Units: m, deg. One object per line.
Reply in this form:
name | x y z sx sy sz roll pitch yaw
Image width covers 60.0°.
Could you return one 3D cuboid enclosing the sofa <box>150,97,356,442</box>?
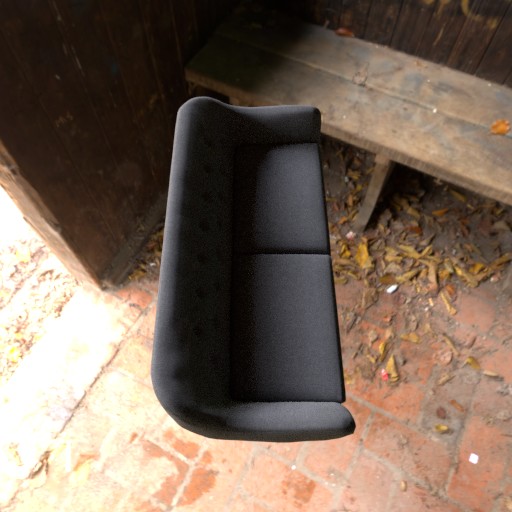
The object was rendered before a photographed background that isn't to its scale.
sofa | 0.000 0.000 2.336 0.820 0.820 1.840 0 62 0
